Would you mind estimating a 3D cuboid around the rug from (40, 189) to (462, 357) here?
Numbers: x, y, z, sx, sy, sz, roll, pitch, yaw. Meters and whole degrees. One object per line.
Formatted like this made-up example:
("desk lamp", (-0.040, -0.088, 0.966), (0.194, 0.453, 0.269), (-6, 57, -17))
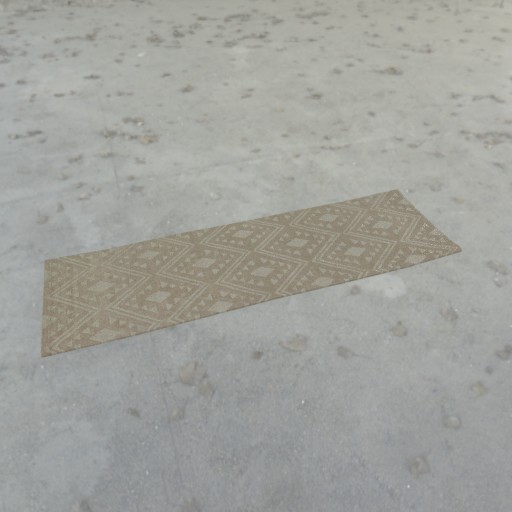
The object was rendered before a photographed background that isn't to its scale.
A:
("rug", (0.000, 0.000, 2.707), (2.452, 0.051, 0.752), (-12, 42, -14))
